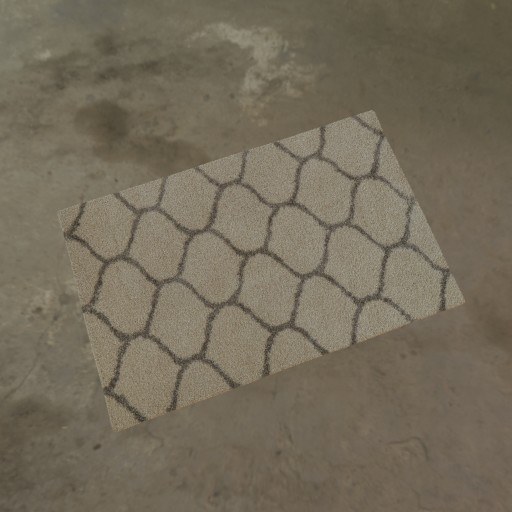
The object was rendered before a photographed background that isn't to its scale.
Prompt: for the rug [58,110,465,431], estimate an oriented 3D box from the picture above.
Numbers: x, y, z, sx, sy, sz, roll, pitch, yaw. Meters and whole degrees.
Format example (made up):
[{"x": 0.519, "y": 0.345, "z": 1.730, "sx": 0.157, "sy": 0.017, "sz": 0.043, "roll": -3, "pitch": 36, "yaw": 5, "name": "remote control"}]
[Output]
[{"x": 0.000, "y": 0.000, "z": 2.946, "sx": 2.348, "sy": 0.024, "sz": 1.501, "roll": -19, "pitch": 76, "yaw": -5, "name": "rug"}]
